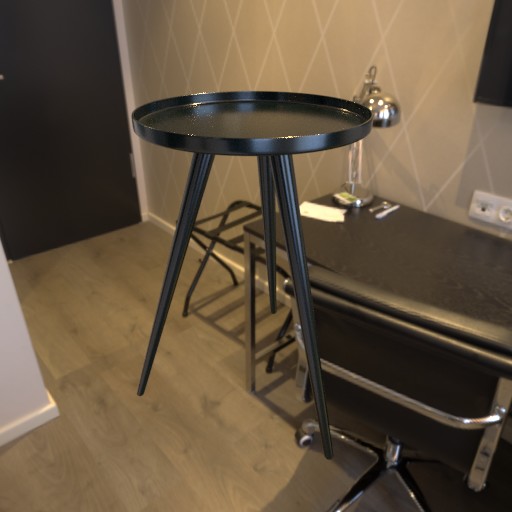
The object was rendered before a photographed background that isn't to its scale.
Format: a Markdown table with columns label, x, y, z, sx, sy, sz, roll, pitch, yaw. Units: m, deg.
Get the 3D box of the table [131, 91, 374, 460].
| label | x | y | z | sx | sy | sz | roll | pitch | yaw |
| --- | --- | --- | --- | --- | --- | --- | --- | --- | --- |
| table | 0.000 | 0.000 | 0.844 | 0.403 | 0.548 | 0.415 | 9 | 30 | 16 |
